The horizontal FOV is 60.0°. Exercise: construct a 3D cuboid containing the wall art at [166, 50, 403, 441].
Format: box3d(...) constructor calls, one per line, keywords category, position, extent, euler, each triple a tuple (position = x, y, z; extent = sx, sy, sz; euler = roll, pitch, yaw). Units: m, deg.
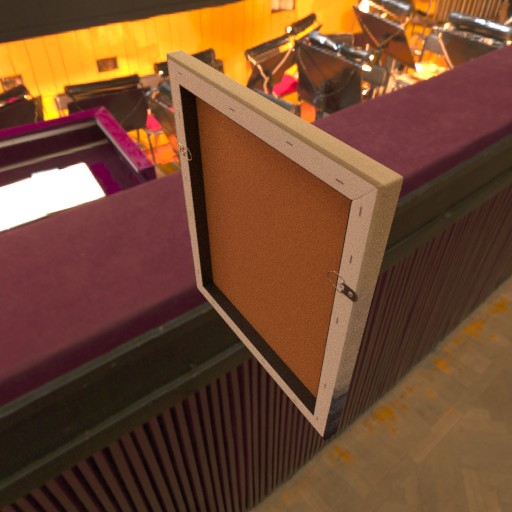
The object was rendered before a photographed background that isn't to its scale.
box3d(category="wall art", position=(0.000, 0.000, 0.985), extent=(0.041, 0.710, 0.608), euler=(-25, 48, -25))
